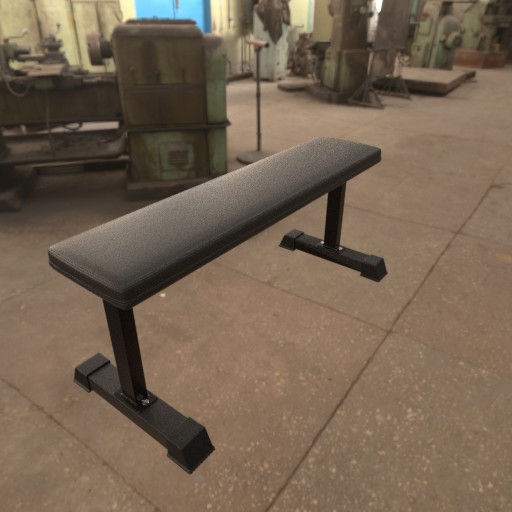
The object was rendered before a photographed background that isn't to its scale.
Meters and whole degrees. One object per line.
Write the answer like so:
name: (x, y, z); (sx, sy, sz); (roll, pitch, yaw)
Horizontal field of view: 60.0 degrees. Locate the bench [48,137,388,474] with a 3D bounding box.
bench: (0.000, 0.000, 1.286); (0.439, 0.453, 1.072); (21, 36, 32)
